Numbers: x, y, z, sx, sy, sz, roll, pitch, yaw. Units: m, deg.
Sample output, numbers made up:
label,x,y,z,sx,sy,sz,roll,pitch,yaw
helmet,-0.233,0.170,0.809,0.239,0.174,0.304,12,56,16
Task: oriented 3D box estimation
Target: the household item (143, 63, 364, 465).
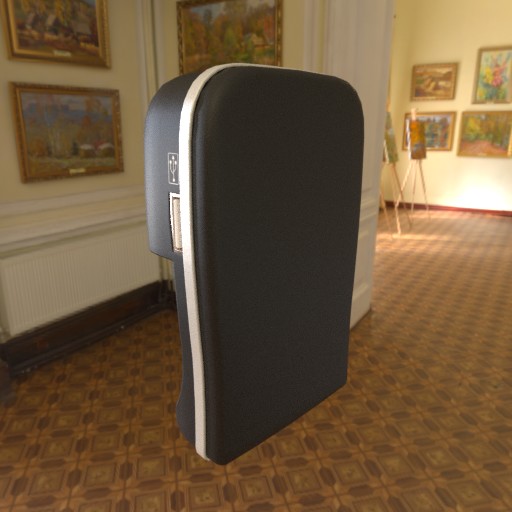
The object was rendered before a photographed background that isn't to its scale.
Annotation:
label,x,y,z,sx,sy,sz,roll,pitch,yaw
household item,0.000,0.000,0.148,0.070,0.114,0.038,-15,22,-42
